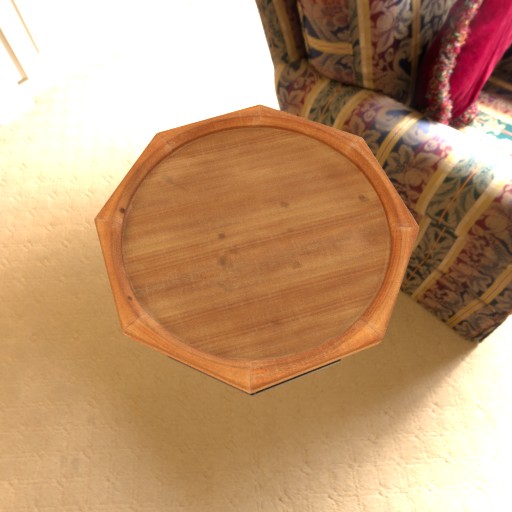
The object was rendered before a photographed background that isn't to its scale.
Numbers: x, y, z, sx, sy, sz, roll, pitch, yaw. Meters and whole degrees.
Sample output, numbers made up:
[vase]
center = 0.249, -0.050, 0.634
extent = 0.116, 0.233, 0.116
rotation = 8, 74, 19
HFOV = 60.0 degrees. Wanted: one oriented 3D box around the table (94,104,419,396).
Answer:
[table]
center = 0.000, 0.000, 1.558
extent = 1.002, 0.444, 1.002
rotation = 0, 63, 0
